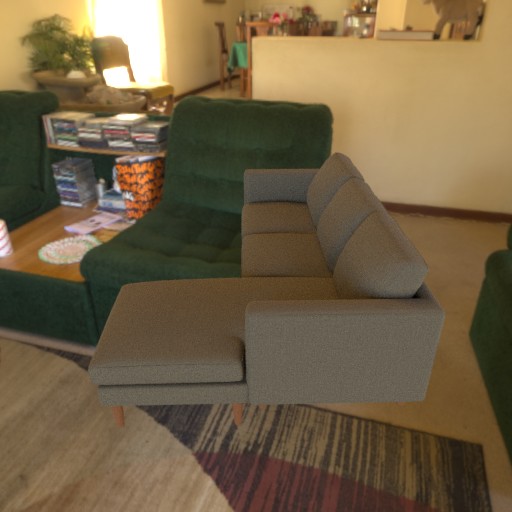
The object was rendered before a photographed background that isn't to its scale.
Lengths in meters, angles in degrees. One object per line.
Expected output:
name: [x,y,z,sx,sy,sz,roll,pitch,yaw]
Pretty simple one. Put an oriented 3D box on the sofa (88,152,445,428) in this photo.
sofa: [0.000,0.000,2.883,1.591,0.897,2.031,-1,29,-1]
